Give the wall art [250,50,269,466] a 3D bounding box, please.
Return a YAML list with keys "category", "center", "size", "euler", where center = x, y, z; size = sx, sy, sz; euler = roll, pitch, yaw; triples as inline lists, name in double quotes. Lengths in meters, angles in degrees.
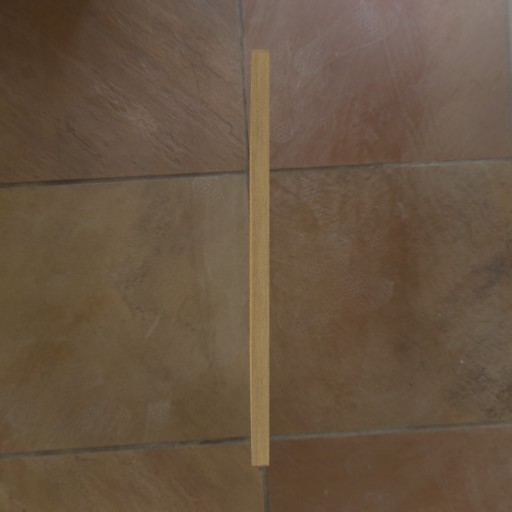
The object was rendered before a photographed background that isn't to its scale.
- category: "wall art"
  center: [0.000, 0.000, 0.770]
  size: [0.020, 0.561, 0.460]
  euler: [0, 91, -1]
